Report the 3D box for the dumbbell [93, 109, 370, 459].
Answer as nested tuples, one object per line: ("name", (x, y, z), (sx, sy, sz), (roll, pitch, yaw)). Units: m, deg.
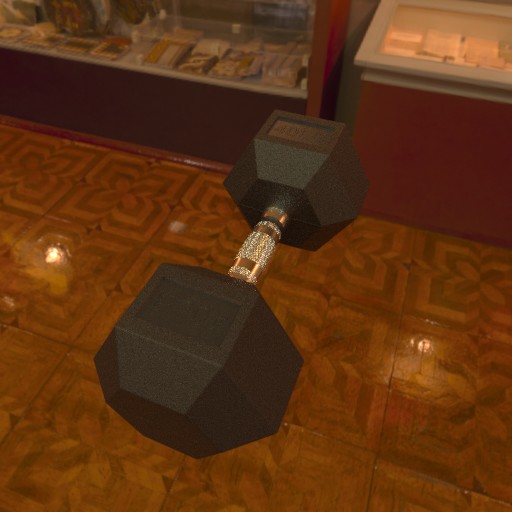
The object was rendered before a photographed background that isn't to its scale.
("dumbbell", (0.000, 0.000, 0.432), (0.157, 0.137, 0.361), (17, 49, 15))
